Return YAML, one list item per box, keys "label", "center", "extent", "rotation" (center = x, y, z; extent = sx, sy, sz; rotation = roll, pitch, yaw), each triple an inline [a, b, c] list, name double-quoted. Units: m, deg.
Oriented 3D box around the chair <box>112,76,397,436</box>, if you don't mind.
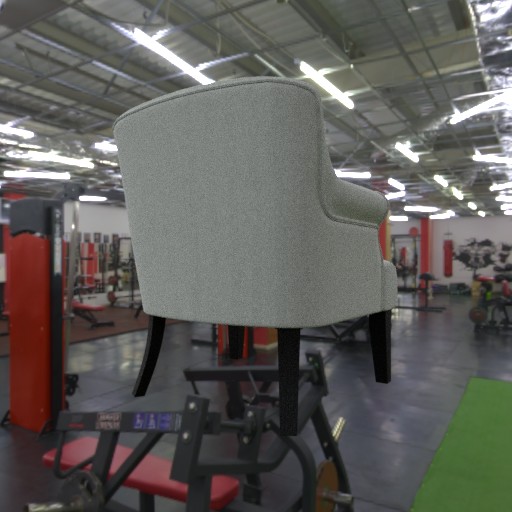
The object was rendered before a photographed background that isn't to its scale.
- label: "chair"
  center: [0.000, 0.000, 1.458]
  extent: [0.781, 0.875, 0.750]
  rotation: [0, 0, 34]
